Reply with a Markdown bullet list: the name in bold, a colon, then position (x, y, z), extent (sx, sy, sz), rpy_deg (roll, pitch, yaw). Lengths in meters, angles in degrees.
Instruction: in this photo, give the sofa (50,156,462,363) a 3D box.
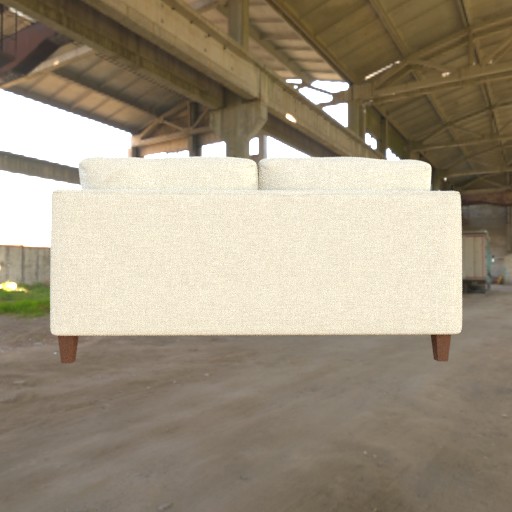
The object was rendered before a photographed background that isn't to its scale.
- **sofa**: position (0.000, 0.000, 2.414), extent (1.838, 0.963, 0.950), rpy_deg (0, -1, -1)
